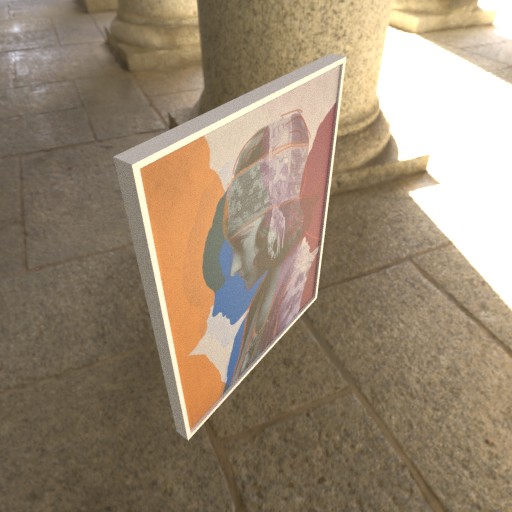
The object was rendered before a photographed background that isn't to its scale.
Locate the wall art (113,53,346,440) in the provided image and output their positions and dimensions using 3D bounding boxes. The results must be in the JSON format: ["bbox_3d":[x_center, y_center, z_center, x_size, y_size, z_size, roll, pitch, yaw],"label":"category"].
[{"bbox_3d":[0.000,0.000,0.756,0.030,0.549,0.443,26,47,27],"label":"wall art"}]
